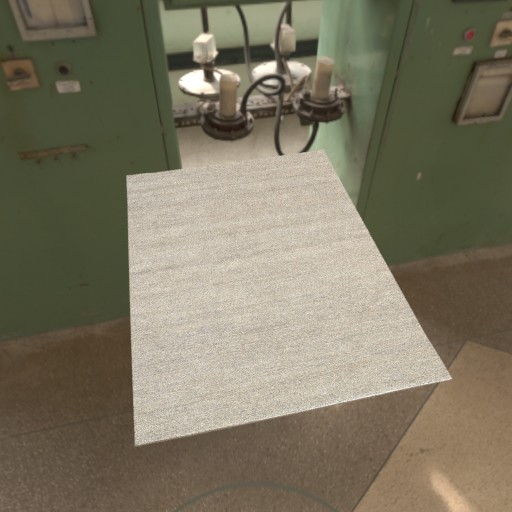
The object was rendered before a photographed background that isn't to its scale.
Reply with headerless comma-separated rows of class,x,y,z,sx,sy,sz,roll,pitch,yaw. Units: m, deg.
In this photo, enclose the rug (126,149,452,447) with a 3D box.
rug,0.000,0.000,4.895,2.757,0.051,3.626,-9,48,-8
